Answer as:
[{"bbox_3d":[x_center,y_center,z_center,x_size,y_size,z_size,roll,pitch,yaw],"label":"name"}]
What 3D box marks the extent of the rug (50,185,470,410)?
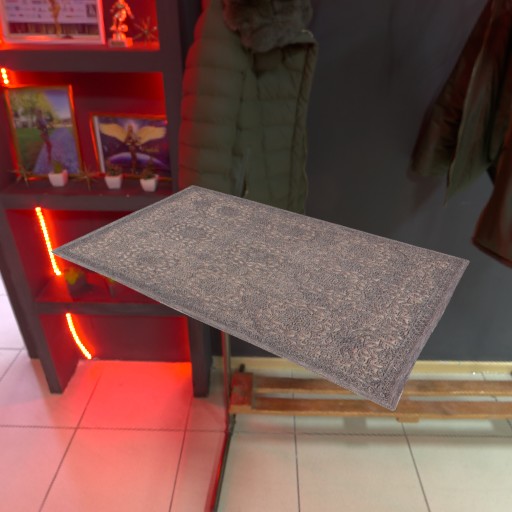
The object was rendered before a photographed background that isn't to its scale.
[{"bbox_3d":[0.000,0.000,3.083,2.498,0.022,1.535,19,35,29],"label":"rug"}]
